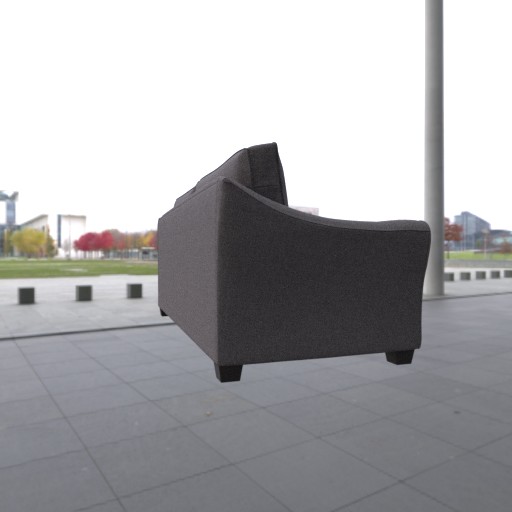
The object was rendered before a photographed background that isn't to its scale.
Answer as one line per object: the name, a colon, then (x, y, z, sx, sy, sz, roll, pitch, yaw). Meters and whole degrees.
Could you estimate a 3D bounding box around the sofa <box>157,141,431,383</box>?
sofa: (0.000, 0.000, 2.822, 1.013, 0.976, 2.203, 0, 0, -19)
